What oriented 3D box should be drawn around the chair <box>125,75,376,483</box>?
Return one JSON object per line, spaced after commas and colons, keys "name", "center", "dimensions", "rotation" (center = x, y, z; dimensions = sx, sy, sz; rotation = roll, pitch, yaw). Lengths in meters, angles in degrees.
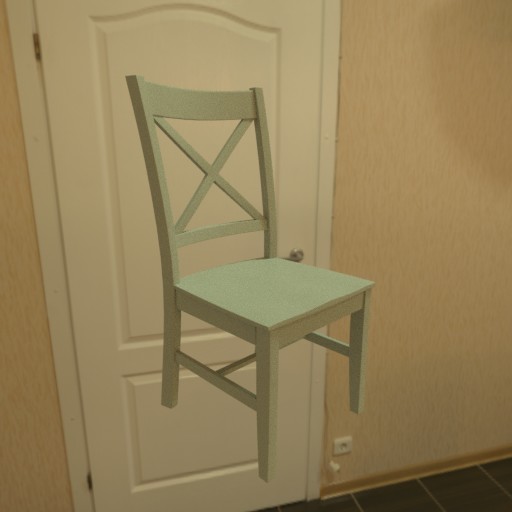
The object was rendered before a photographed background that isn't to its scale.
{"name": "chair", "center": [0.000, 0.000, 1.293], "dimensions": [0.485, 0.983, 0.542], "rotation": [-14, 21, -42]}
